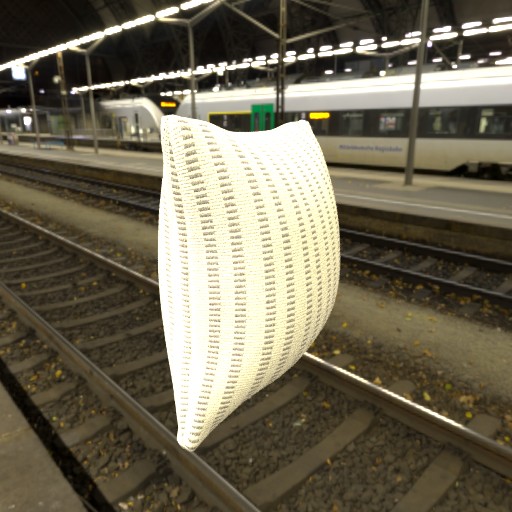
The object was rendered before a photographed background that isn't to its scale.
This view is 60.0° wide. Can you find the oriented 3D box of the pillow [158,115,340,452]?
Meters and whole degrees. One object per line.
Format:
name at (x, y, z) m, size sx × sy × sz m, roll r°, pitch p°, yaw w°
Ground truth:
pillow at (0.000, 0.000, 0.703) m, size 0.247 × 0.419 × 0.438 m, roll 8°, pitch 18°, yaw 25°
